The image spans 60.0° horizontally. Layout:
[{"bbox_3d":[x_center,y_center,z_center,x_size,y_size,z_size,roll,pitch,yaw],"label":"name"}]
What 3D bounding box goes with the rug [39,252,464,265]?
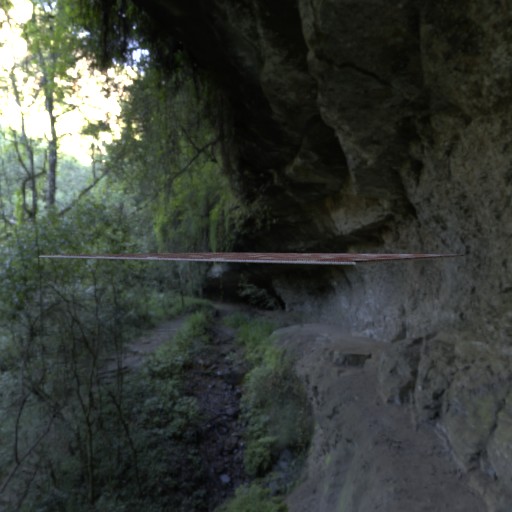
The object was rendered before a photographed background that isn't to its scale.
[{"bbox_3d":[0.000,0.000,4.076,3.049,0.021,2.466,1,1,37],"label":"rug"}]
